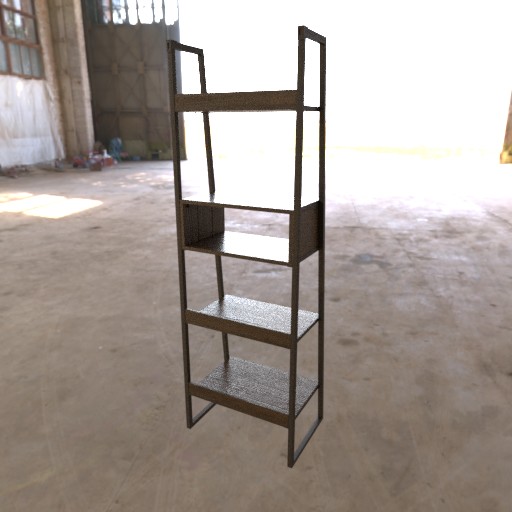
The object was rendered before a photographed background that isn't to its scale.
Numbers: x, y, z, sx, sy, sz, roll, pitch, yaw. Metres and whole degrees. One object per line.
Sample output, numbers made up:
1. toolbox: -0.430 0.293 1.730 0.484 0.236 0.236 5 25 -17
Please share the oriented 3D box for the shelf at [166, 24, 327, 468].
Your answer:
1. shelf: 0.000 0.000 2.266 0.652 2.005 0.454 9 19 27
